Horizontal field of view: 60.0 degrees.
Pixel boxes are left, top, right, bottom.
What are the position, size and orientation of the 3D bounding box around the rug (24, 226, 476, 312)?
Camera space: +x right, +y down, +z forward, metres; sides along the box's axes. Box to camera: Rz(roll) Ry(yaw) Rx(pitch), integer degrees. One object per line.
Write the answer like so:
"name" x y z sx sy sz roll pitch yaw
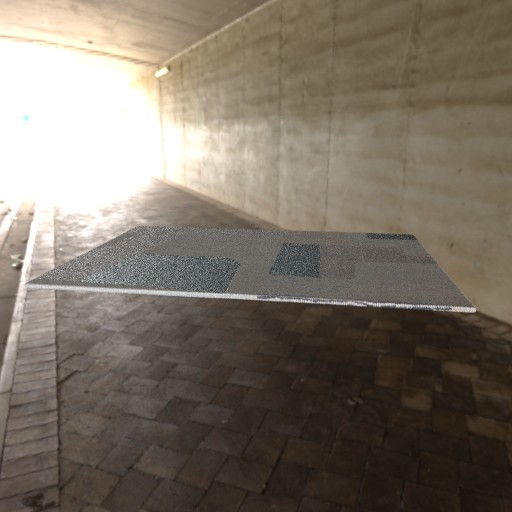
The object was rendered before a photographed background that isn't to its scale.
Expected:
"rug" 0.000 0.000 2.368 1.847 0.020 1.238 2 16 8
